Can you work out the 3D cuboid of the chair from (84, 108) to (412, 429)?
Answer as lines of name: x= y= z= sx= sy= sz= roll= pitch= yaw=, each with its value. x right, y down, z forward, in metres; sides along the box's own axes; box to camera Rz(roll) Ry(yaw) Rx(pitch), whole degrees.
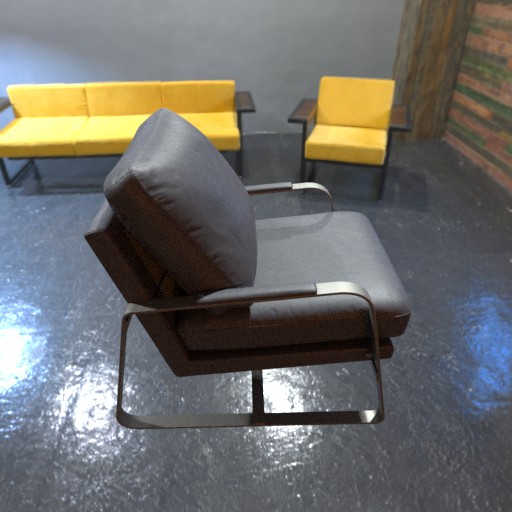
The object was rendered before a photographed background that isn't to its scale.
chair: x=0.000 y=0.000 z=1.464 sx=0.878 sy=0.839 sz=0.692 roll=-1 pitch=33 yaw=-1
